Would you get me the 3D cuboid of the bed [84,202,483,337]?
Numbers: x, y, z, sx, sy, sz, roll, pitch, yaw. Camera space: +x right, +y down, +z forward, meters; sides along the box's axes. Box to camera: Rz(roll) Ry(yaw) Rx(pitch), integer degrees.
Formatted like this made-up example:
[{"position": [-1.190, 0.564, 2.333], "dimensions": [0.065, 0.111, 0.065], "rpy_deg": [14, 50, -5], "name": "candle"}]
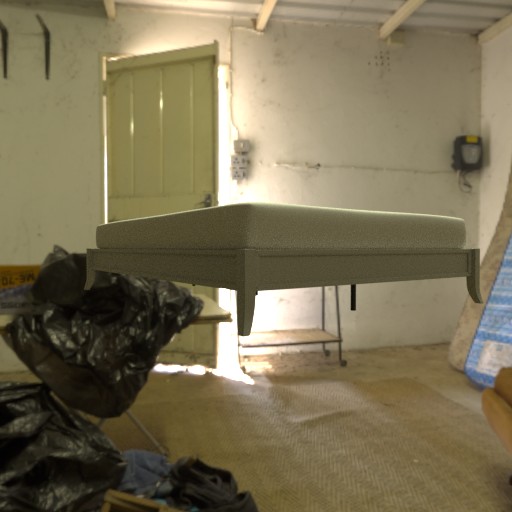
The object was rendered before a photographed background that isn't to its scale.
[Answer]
[{"position": [0.000, 0.000, 2.852], "dimensions": [1.604, 0.510, 2.108], "rpy_deg": [-1, 1, -35], "name": "bed"}]
